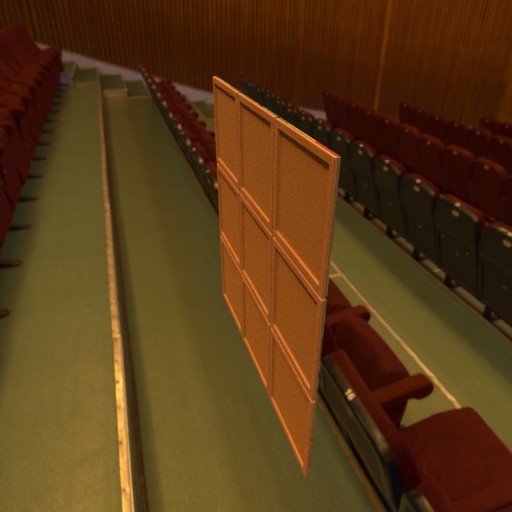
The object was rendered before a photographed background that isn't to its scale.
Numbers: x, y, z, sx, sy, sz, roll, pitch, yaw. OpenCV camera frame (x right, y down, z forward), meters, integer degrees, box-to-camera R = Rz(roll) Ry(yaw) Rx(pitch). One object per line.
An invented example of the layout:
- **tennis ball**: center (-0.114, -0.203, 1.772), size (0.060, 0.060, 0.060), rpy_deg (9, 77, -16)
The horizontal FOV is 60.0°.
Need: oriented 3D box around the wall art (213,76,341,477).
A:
- **wall art**: center (0.000, 0.000, 1.370), size (0.012, 0.910, 0.911), rpy_deg (-9, 32, -15)
